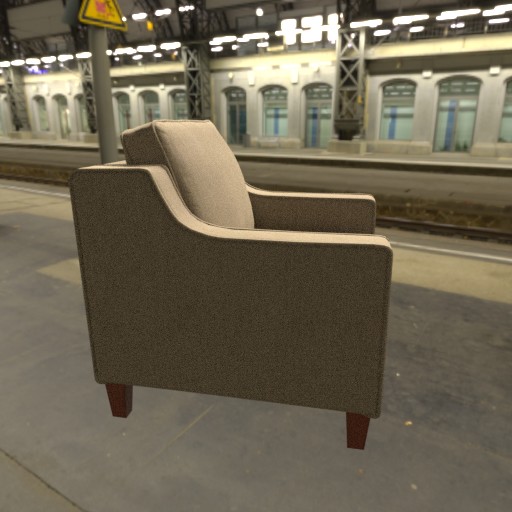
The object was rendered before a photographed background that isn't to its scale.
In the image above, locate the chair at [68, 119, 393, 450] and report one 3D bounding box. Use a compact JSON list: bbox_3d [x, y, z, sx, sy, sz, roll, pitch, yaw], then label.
[{"bbox_3d":[0.000,0.000,1.631,0.909,0.960,0.831,3,17,11],"label":"chair"}]
